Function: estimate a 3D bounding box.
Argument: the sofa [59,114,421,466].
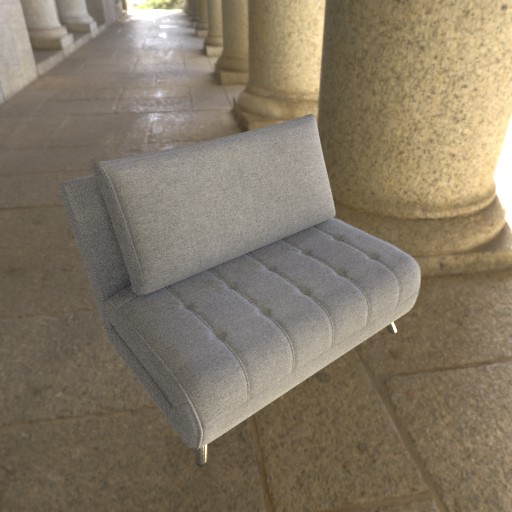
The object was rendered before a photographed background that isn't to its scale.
[{"bbox_3d":[0.000,0.000,1.866,1.220,0.910,0.910,-23,39,-32],"label":"sofa"}]
